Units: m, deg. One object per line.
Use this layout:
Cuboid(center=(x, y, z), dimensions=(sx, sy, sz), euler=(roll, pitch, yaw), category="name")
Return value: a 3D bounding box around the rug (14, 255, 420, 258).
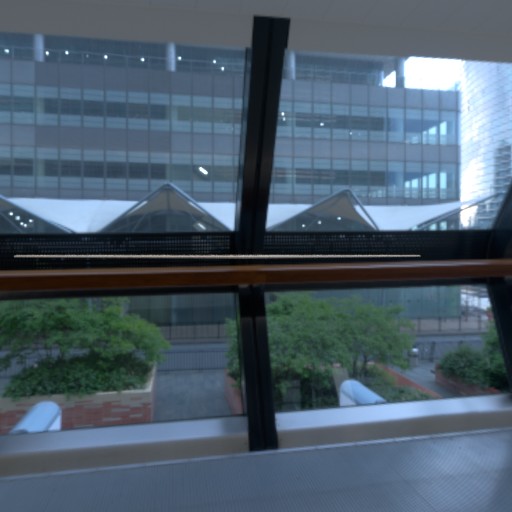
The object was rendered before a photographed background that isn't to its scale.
Cuboid(center=(0.000, 0.000, 2.986), dimensions=(1.536, 0.012, 2.431), euler=(0, 0, 34), category="rug")
